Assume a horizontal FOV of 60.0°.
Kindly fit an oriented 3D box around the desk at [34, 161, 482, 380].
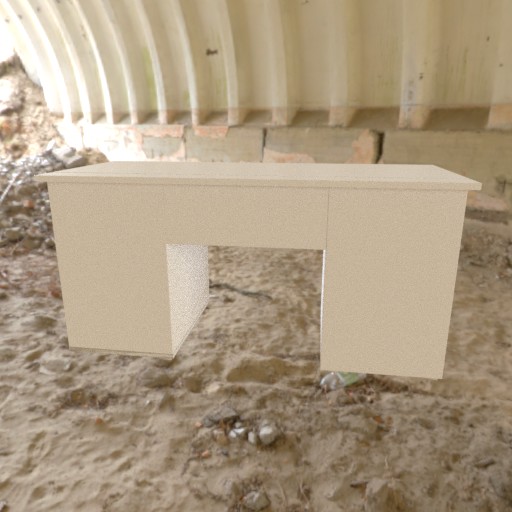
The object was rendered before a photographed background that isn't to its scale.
[{"bbox_3d":[0.000,0.000,1.975,1.580,0.760,0.670,2,17,8],"label":"desk"}]
